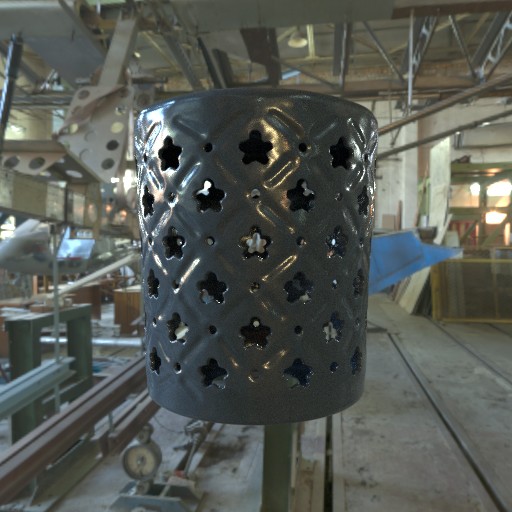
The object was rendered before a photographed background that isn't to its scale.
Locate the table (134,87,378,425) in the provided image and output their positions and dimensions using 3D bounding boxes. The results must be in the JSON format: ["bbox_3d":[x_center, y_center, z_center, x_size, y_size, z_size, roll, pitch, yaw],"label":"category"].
[{"bbox_3d":[0.000,0.000,0.661,0.352,0.387,0.352,0,2,0],"label":"table"}]
